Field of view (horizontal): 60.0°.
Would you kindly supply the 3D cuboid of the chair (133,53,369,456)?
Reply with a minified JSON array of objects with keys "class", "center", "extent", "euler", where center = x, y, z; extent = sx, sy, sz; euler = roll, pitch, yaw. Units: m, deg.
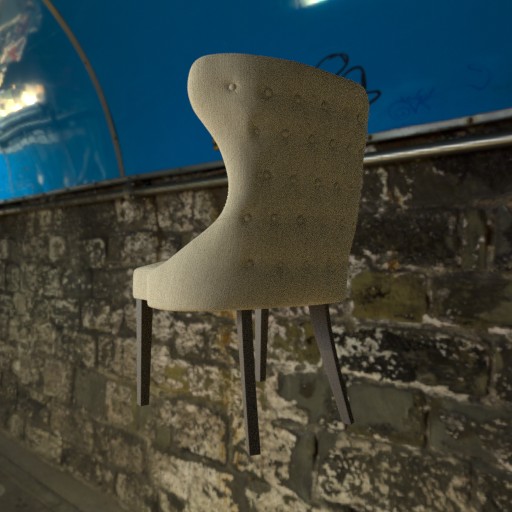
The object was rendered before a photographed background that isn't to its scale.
[{"class":"chair","center":[0.000,0.000,1.366],"extent":[0.628,0.967,0.635],"euler":[1,-1,-37]}]
